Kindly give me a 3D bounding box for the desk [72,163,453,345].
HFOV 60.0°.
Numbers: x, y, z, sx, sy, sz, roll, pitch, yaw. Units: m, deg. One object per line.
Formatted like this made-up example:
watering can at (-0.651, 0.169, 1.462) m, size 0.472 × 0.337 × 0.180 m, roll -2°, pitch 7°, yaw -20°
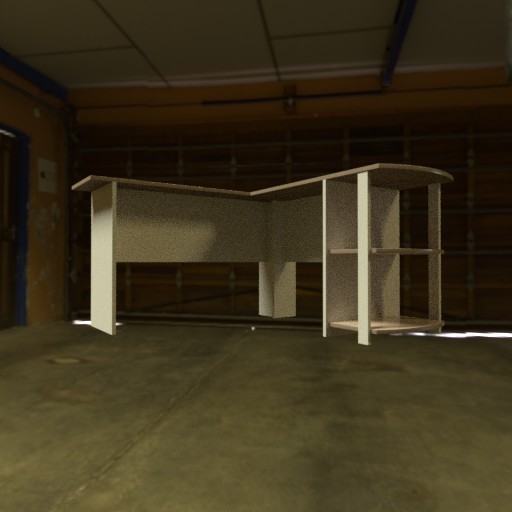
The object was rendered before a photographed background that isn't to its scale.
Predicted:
desk at (0.000, 0.000, 2.093) m, size 1.361 × 0.716 × 1.303 m, roll 1°, pitch -1°, yaw -35°
